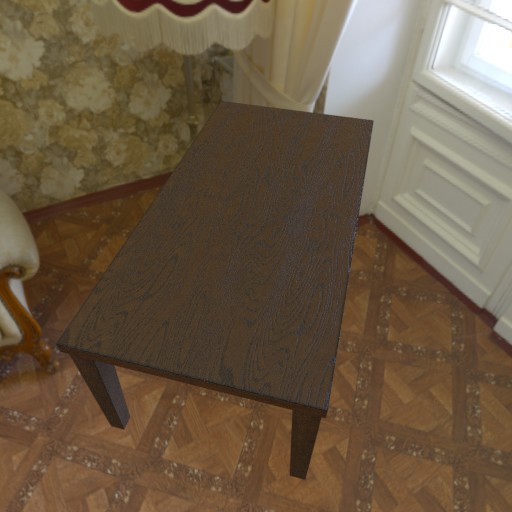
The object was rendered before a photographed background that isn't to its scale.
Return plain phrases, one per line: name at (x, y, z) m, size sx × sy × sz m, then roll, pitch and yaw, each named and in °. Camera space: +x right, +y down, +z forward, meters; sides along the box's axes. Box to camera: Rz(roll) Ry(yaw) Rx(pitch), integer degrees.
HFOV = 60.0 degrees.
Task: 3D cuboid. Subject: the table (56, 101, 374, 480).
table at (0.000, 0.000, 2.494) m, size 1.016 × 0.762 × 1.981 m, roll 11°, pitch 47°, yaw 10°
